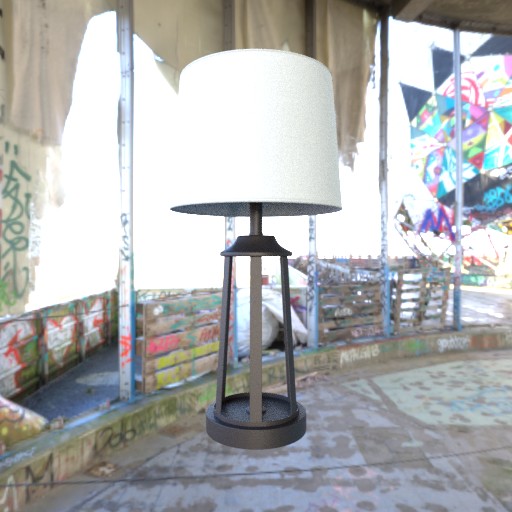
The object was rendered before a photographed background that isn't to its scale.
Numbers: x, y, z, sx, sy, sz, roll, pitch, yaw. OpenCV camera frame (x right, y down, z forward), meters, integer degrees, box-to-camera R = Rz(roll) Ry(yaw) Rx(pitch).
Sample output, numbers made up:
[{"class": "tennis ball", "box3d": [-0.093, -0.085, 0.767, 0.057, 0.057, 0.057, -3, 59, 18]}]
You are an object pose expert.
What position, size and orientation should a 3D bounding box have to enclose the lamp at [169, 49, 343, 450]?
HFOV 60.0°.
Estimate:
[{"class": "lamp", "box3d": [0.000, 0.000, 0.654, 0.251, 0.509, 0.251, 0, 1, 0]}]
